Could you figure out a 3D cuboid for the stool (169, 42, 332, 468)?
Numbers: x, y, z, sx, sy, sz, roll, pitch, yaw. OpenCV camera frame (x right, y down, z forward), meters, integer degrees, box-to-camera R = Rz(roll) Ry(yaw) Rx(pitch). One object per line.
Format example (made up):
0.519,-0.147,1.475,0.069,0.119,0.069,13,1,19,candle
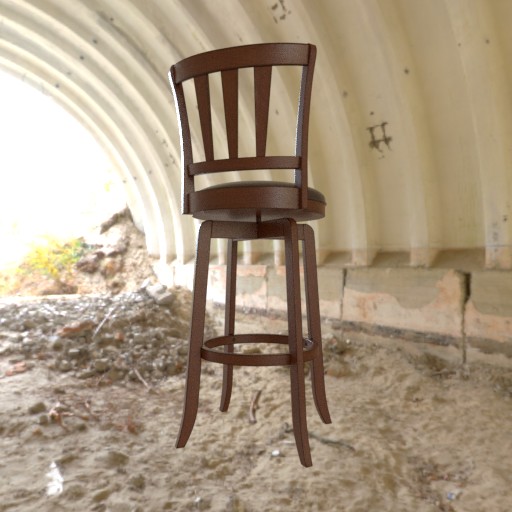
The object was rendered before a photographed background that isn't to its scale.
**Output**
0.000,0.000,1.450,0.464,1.177,0.503,0,-1,18,stool
